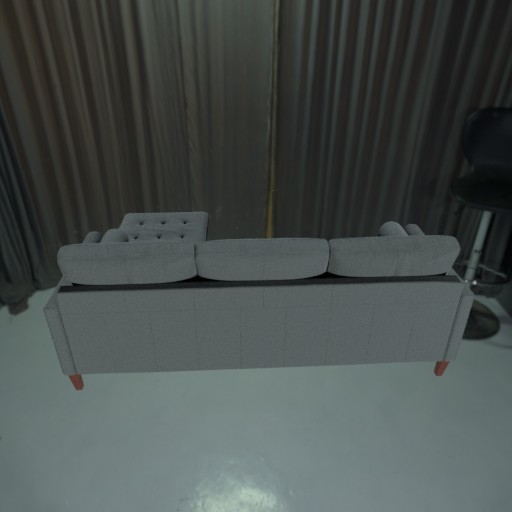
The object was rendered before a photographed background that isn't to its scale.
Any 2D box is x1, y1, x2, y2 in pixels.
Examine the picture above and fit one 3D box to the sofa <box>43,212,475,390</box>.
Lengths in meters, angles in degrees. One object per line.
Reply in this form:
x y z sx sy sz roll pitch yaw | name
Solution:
0.000 0.000 2.935 2.178 0.876 1.506 -2 30 -3 | sofa
